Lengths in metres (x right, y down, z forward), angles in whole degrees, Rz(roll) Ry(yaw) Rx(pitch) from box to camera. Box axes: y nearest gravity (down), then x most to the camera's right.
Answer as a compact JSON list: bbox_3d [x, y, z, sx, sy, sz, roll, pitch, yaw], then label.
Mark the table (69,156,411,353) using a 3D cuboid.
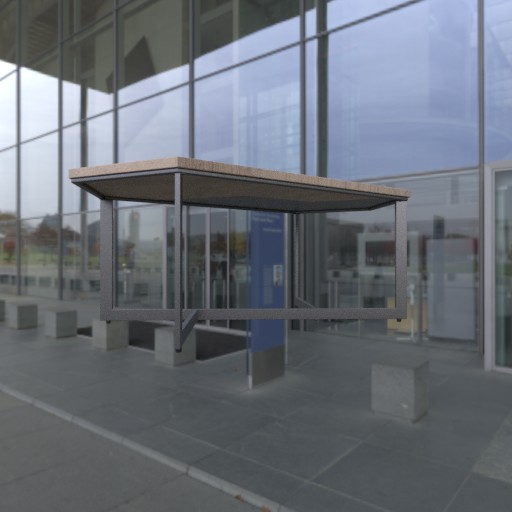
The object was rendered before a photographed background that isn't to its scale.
[{"bbox_3d":[0.000,0.000,1.525,1.219,0.457,0.609,0,0,-36],"label":"table"}]
